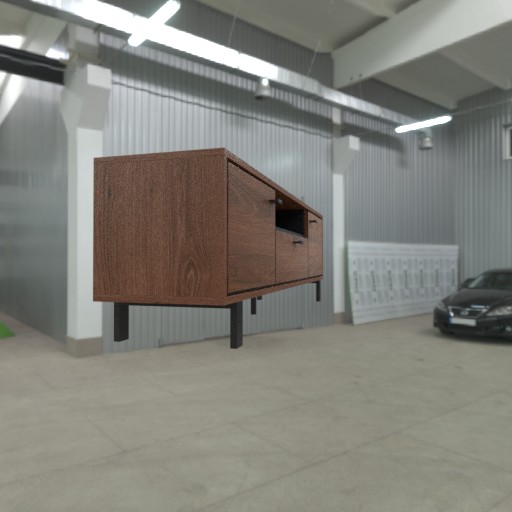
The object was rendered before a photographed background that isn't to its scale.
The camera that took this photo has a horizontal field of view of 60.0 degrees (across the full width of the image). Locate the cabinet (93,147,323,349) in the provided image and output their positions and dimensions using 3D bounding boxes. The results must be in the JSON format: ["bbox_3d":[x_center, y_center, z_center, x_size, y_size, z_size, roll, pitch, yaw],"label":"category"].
[{"bbox_3d":[0.000,0.000,1.899,0.400,0.500,1.650,0,-1,17],"label":"cabinet"}]
